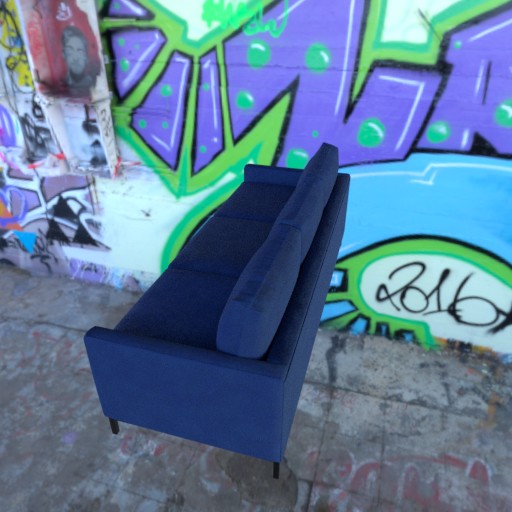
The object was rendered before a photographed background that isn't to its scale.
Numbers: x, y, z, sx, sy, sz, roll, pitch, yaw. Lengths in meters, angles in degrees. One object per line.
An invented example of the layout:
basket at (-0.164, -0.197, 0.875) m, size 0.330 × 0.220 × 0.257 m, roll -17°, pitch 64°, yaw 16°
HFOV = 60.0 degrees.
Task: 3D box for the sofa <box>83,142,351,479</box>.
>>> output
sofa at (0.000, 0.000, 2.704) m, size 0.875 × 0.879 × 2.252 m, roll 9°, pitch 32°, yaw 14°
